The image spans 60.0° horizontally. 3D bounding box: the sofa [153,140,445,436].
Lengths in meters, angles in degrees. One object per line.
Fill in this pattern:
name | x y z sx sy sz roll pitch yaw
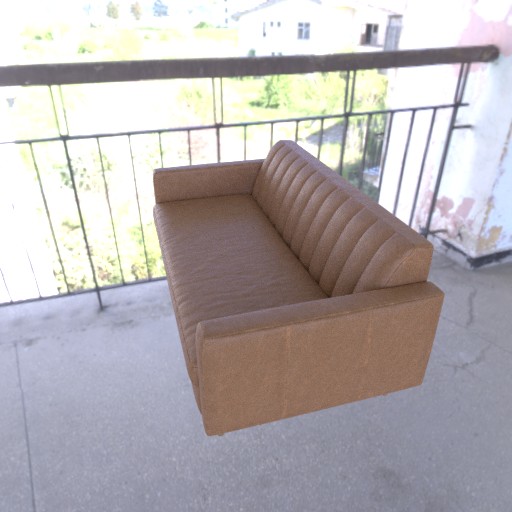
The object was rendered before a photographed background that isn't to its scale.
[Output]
sofa | 0.000 0.000 2.445 0.993 0.821 1.847 -8 31 -14
